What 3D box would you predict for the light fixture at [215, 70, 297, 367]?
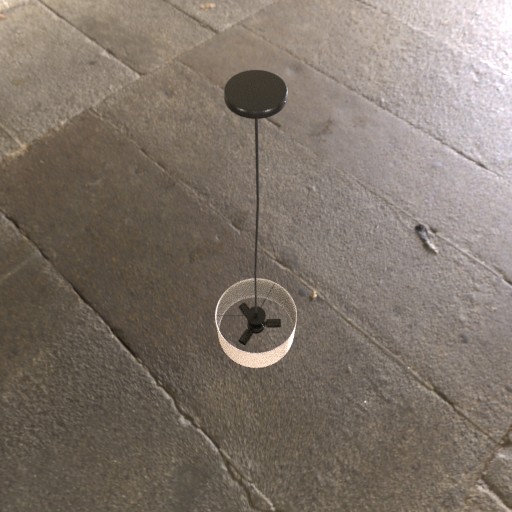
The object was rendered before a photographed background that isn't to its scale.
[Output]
[{"bbox_3d":[0.000,0.000,1.697,0.399,1.516,0.399,0,59,0],"label":"light fixture"}]
